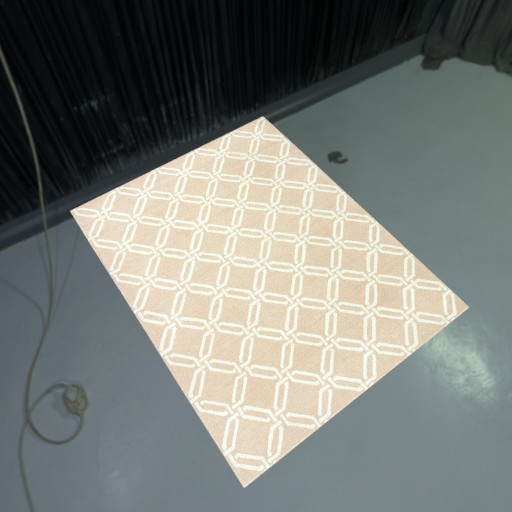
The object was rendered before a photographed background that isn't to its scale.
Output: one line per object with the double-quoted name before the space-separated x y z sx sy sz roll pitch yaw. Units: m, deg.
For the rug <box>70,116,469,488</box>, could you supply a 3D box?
"rug" 0.000 0.000 3.957 2.288 0.018 2.895 -31 63 -18
